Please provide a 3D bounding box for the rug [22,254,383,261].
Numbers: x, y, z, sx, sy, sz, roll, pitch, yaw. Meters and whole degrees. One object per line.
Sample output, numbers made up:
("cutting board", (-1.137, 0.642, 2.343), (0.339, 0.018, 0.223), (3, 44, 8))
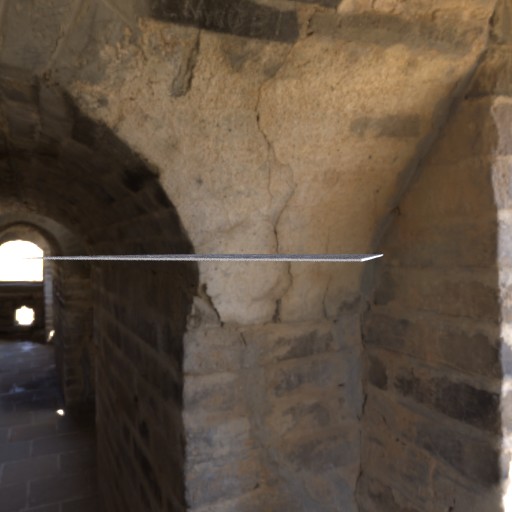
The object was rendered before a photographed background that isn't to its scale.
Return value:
("rug", (0.000, 0.000, 2.863), (1.522, 0.008, 2.284), (0, 1, 18))
